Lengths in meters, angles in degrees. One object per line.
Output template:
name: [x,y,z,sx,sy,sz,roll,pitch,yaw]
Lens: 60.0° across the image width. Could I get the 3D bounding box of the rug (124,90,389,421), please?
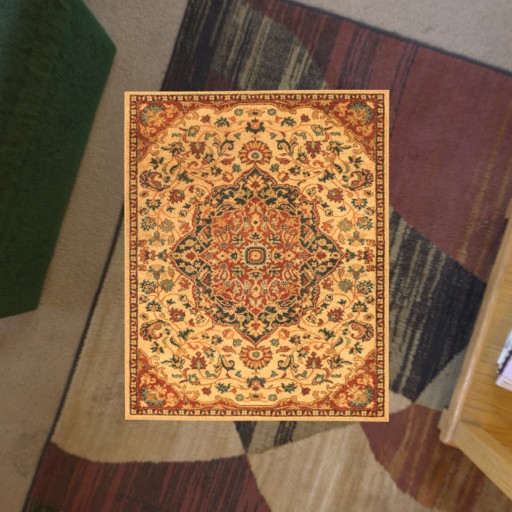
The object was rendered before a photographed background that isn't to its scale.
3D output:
rug: [0.000,0.000,4.116,2.454,0.005,3.067,0,90,1]
